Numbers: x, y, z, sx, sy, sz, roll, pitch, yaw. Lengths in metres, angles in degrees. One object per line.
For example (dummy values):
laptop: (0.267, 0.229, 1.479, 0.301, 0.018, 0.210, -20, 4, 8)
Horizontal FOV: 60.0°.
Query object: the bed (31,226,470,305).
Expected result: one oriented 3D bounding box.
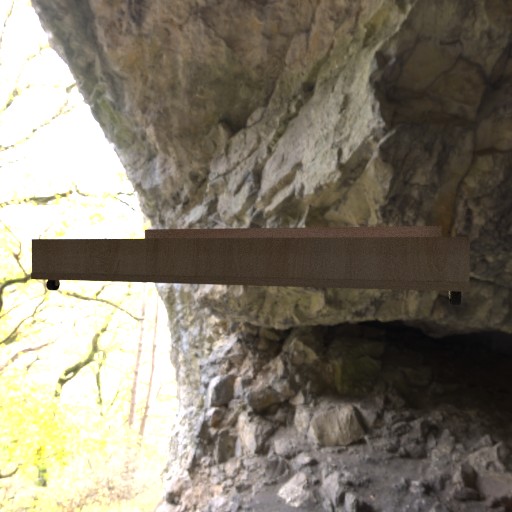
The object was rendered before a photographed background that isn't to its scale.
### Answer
bed: (0.000, 0.000, 1.466, 1.200, 0.209, 0.685, 0, 1, 17)
